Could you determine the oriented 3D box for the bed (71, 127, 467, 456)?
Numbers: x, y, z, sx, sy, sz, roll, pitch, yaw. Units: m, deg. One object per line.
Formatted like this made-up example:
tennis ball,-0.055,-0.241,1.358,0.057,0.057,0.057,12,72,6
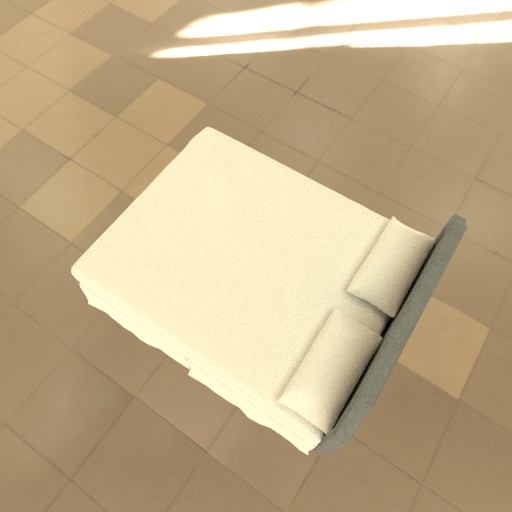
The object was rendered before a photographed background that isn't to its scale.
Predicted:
bed,0.000,0.000,3.561,2.464,1.306,1.977,31,67,15
